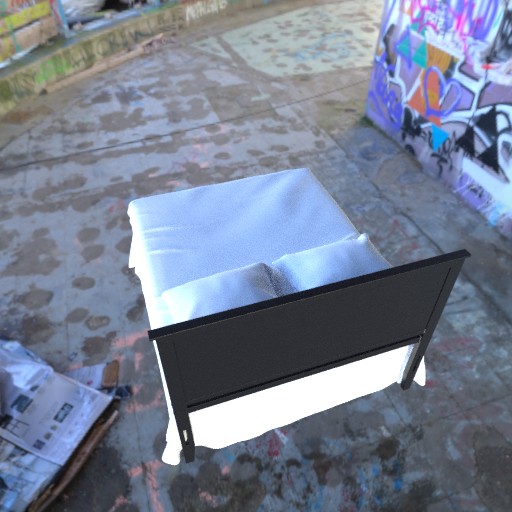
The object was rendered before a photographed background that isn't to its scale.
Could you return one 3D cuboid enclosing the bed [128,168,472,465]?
[{"bbox_3d":[0.000,0.000,3.210,1.870,1.270,2.050,-13,44,-14],"label":"bed"}]
